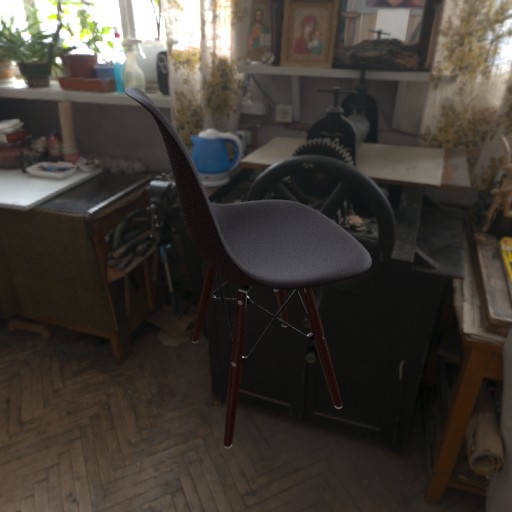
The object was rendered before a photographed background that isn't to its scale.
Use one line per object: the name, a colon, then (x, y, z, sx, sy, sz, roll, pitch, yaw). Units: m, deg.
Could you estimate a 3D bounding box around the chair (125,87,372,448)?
chair: (0.000, 0.000, 1.131, 0.533, 0.826, 0.470, -10, 31, -17)
